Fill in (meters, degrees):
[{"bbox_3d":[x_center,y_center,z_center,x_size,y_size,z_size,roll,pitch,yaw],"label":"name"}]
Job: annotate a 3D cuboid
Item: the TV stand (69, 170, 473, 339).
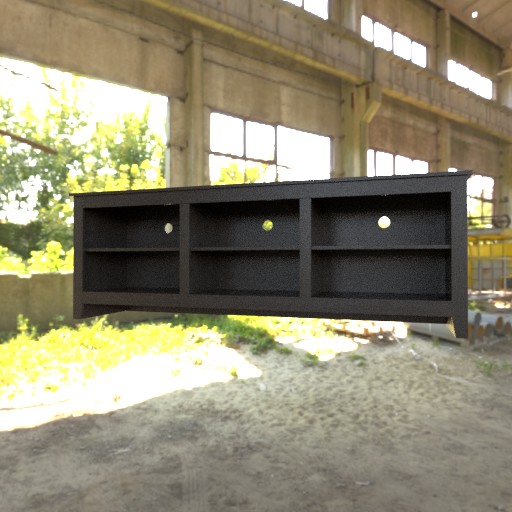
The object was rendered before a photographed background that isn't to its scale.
[{"bbox_3d":[0.000,0.000,2.063,1.778,0.610,0.406,0,-1,18],"label":"TV stand"}]
